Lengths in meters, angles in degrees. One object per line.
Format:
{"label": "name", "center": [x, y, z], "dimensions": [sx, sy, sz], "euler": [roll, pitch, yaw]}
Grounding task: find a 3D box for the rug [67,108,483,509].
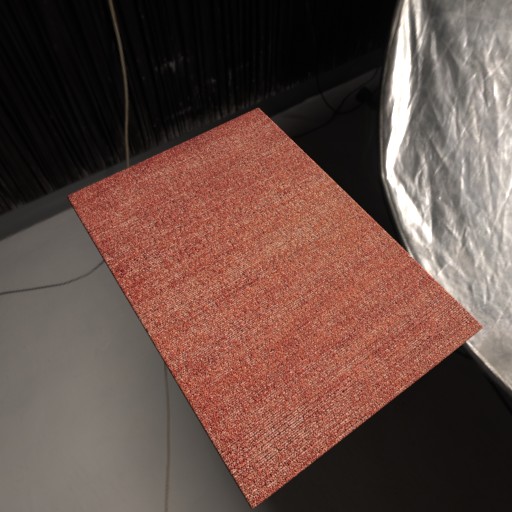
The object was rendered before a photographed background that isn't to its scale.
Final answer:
{"label": "rug", "center": [0.000, 0.000, 4.873], "dimensions": [2.803, 0.025, 3.965], "euler": [-30, 63, -17]}
